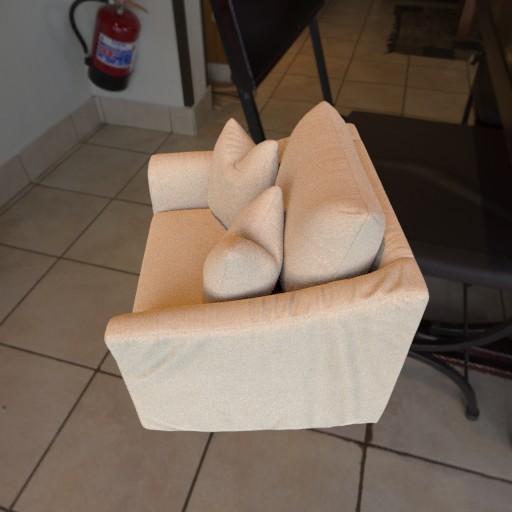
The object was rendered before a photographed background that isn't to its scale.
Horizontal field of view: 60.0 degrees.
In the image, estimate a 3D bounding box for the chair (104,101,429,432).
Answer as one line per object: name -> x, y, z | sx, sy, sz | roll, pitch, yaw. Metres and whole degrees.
chair -> 0.000, 0.000, 2.021 | 1.071, 1.093, 1.194 | -2, 43, -2
